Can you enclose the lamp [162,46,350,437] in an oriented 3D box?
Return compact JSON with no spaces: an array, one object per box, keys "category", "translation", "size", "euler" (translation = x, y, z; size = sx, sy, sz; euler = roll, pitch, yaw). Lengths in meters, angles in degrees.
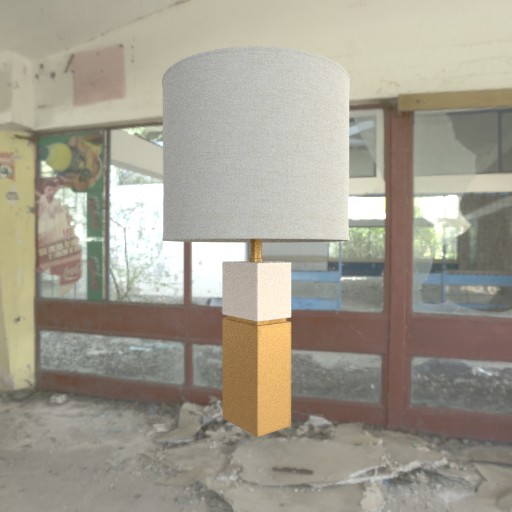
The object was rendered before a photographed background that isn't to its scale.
[{"category":"lamp","translation":[0.000,0.000,0.553],"size":[0.229,0.417,0.229],"euler":[-1,1,-38]}]
